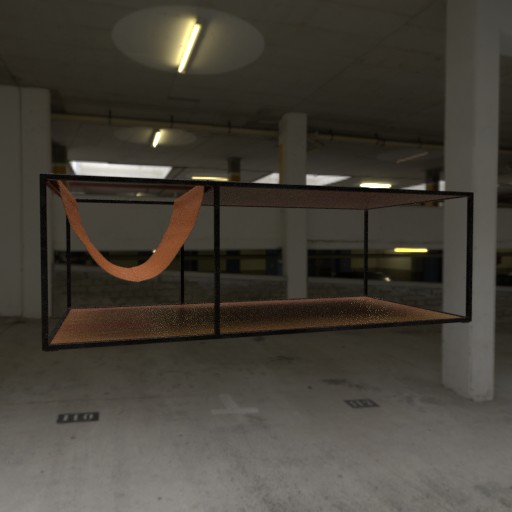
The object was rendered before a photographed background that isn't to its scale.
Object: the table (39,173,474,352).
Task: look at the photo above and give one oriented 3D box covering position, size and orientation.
[{"bbox_3d":[0.000,0.000,1.453,1.199,0.403,0.597,-1,2,-18],"label":"table"}]
